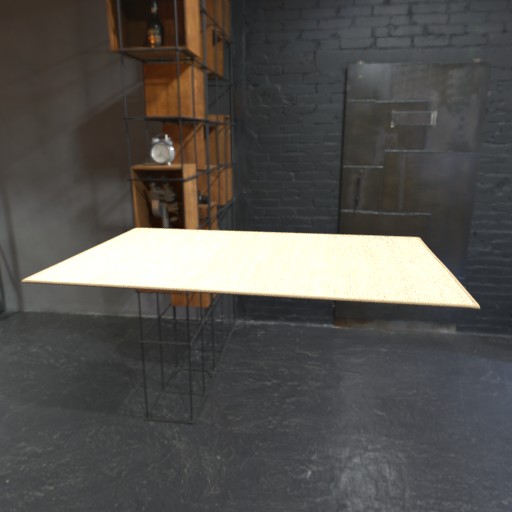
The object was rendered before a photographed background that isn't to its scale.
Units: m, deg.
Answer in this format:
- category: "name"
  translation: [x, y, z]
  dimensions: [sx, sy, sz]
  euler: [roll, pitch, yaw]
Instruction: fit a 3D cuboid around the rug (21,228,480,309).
- category: "rug"
  translation: [0.000, 0.000, 2.083]
  dimensions: [1.667, 0.013, 1.062]
  euler: [2, 15, 9]
